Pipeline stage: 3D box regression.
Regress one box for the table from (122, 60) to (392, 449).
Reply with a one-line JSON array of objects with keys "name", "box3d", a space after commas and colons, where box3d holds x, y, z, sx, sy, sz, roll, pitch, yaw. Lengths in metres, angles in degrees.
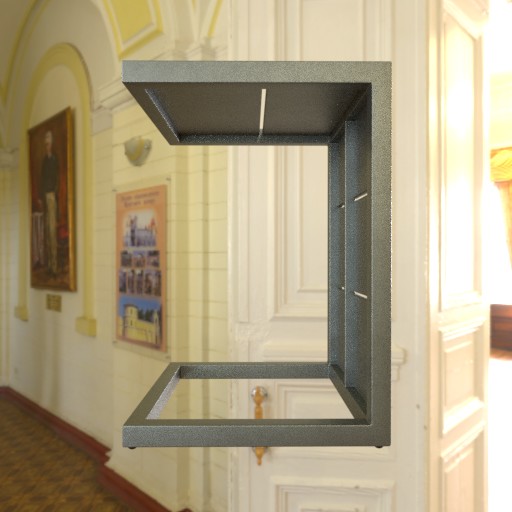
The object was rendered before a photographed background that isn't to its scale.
[{"name": "table", "box3d": [0.000, 0.000, 0.892, 0.420, 0.609, 0.405, 0, 0, 0]}]
